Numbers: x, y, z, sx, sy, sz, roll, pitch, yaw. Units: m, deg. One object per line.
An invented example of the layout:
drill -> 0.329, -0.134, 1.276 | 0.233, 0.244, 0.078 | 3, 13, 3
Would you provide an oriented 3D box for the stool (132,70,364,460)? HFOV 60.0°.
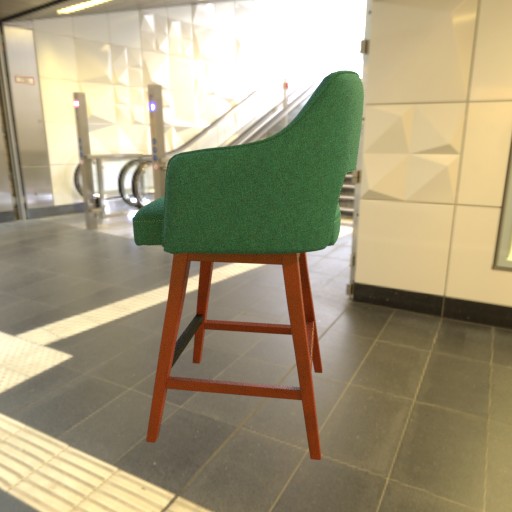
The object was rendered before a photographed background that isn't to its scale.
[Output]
stool -> 0.000, 0.000, 1.284 | 0.556, 0.961, 0.548 | 2, 15, 8
